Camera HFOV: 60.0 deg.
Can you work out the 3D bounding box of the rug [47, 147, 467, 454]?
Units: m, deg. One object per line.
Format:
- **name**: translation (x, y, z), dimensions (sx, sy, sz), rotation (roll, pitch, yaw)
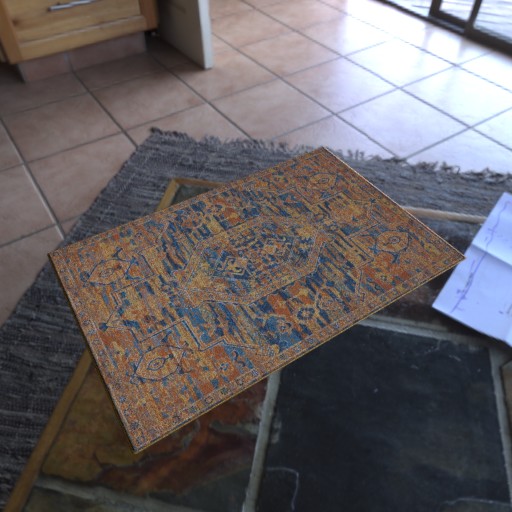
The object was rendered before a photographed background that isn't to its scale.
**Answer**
- **rug**: translation (0.000, 0.000, 2.212), dimensions (1.758, 0.013, 1.148), rotation (-25, 52, -21)
